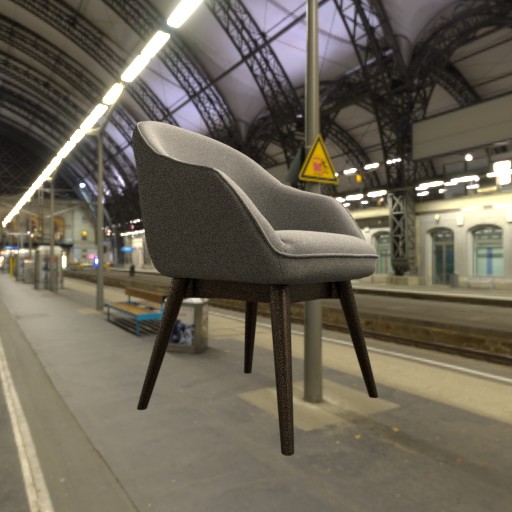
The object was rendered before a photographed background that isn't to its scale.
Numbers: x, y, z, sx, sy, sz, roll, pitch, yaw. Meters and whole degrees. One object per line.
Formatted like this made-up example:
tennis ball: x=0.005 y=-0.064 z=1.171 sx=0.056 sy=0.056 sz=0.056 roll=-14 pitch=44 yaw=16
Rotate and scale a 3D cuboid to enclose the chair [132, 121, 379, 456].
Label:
chair: x=0.000 y=0.000 z=1.242 sx=0.611 sy=0.810 sz=0.589 roll=0 pitch=-1 yaw=36
